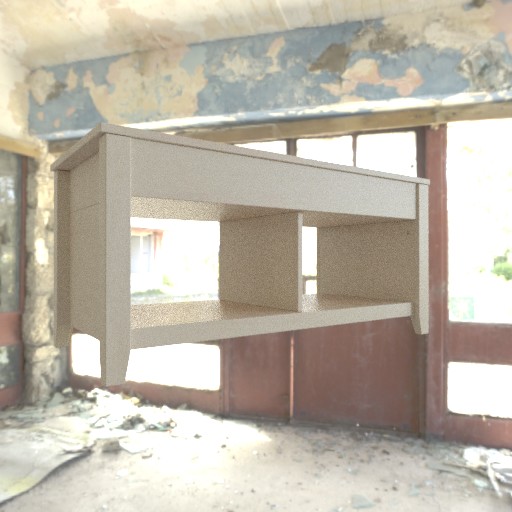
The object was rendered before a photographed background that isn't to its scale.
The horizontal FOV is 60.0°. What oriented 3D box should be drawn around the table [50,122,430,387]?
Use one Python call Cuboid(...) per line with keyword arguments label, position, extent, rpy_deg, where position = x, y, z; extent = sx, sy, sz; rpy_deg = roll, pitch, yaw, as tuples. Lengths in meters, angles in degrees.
Cuboid(label="table", position=(0.000, 0.000, 1.284), extent=(1.016, 0.483, 0.457), rpy_deg=(0, 0, -35))
